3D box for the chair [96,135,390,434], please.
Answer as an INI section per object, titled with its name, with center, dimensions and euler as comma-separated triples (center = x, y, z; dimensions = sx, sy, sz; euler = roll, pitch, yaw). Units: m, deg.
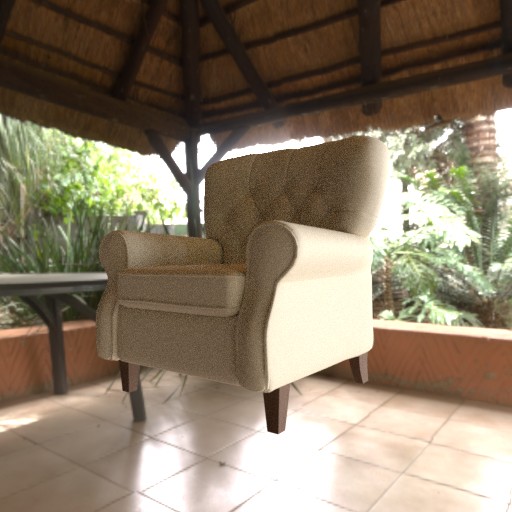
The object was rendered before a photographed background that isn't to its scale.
[chair]
center = 0.000, 0.000, 2.040
dimensions = 1.035, 1.169, 1.132
euler = 0, 0, 36
